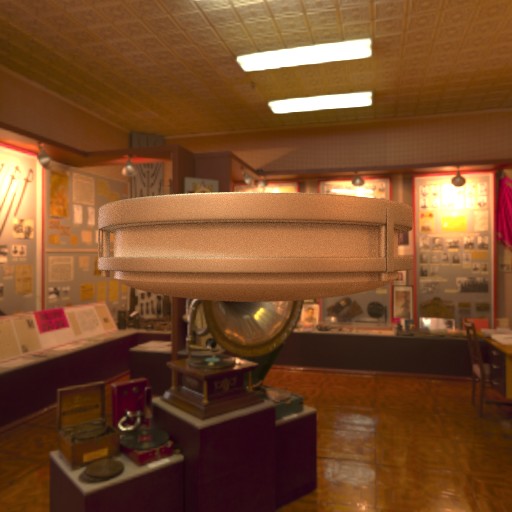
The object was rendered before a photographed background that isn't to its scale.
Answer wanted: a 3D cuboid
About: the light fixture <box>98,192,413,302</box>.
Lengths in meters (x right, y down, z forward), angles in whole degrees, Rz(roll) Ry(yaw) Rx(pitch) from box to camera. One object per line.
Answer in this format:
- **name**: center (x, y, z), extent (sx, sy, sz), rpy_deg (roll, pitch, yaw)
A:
- **light fixture**: center (0.000, 0.000, 0.531), extent (0.356, 0.102, 0.356), rpy_deg (0, 0, 0)
